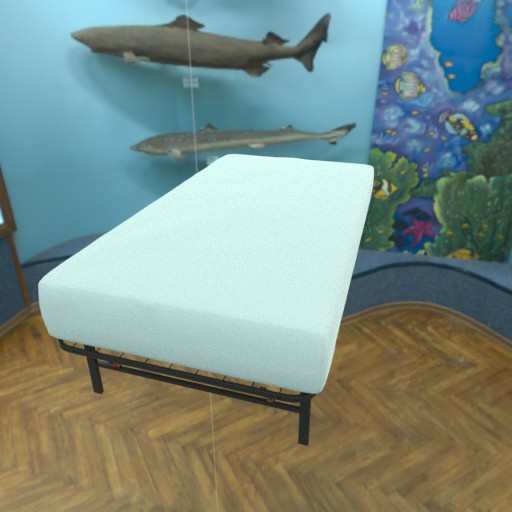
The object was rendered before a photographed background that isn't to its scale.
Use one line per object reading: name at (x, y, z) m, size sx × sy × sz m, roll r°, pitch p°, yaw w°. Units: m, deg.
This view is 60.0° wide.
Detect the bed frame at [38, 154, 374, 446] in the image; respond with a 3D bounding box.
bed frame at (0.000, 0.000, 2.298) m, size 1.025 × 0.640 × 1.908 m, roll 8°, pitch 28°, yaw 15°
